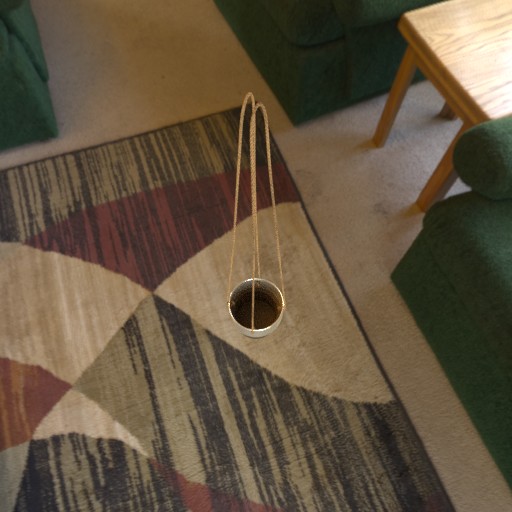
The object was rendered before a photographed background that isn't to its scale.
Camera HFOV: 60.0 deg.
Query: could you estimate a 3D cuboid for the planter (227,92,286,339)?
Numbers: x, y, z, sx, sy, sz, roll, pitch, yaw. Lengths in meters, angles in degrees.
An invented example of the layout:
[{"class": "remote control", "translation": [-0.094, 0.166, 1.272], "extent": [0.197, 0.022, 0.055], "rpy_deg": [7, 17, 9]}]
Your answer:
[{"class": "planter", "translation": [0.000, 0.000, 1.143], "extent": [0.187, 1.073, 0.187], "rpy_deg": [-36, 70, -16]}]
